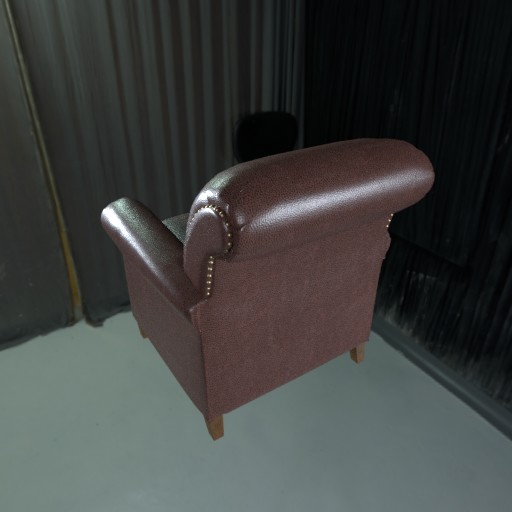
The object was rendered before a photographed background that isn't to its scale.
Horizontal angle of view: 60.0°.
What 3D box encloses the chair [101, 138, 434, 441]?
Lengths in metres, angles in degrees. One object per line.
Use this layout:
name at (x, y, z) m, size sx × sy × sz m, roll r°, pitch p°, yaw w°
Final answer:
chair at (0.000, 0.000, 1.592) m, size 0.854 × 0.927 × 0.890 m, roll -18°, pitch 35°, yaw -29°
